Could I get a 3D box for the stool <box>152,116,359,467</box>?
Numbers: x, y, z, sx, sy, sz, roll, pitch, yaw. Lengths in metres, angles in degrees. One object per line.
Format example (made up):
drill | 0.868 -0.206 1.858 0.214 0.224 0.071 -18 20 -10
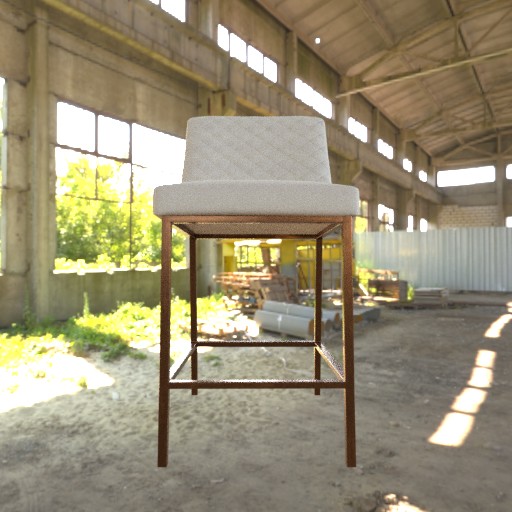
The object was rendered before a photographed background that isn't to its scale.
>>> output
stool | 0.000 0.000 1.299 0.507 0.973 0.576 0 -1 0
